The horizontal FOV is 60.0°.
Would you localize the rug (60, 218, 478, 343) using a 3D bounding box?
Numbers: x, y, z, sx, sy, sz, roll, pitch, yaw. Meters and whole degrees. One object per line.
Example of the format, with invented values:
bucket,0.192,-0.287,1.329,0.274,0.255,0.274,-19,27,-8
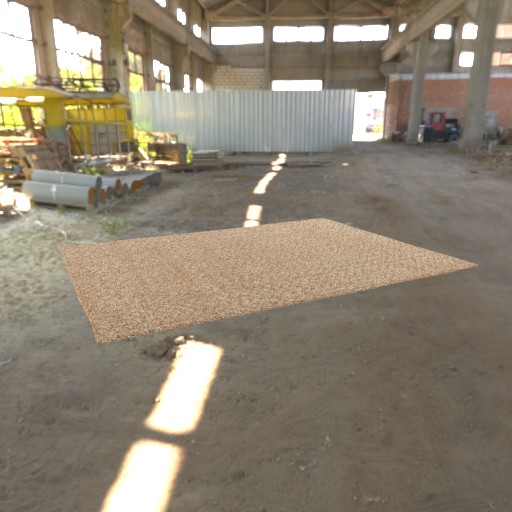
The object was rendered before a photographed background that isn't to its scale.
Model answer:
rug,0.000,0.000,2.767,2.141,0.013,1.566,-8,18,-27
